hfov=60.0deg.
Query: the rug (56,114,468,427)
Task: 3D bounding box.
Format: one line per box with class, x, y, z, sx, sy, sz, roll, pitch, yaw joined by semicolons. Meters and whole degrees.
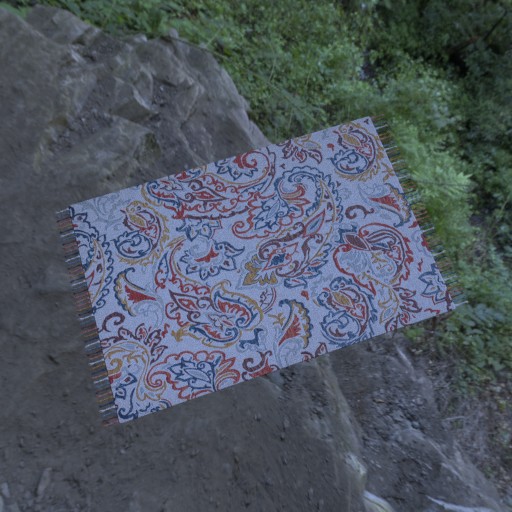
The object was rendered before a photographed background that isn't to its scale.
rug;0.000;0.000;2.425;1.997;0.010;1.218;-18;76;-5
